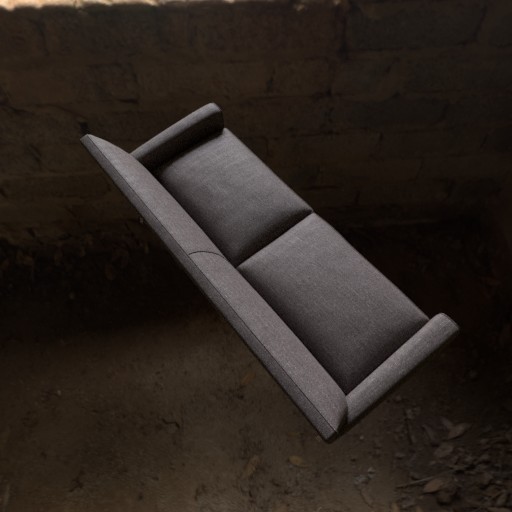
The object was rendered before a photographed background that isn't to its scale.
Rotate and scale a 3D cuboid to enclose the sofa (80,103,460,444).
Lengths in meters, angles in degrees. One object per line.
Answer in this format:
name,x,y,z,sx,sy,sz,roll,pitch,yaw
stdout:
sofa,0.000,0.000,2.447,0.875,0.846,1.976,-34,65,-19
